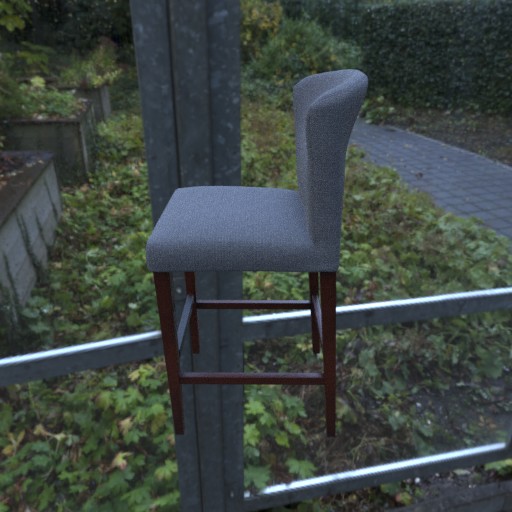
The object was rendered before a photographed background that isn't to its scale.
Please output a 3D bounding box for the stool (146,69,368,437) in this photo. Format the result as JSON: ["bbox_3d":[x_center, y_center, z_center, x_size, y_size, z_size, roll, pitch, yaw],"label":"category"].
[{"bbox_3d":[0.000,0.000,1.382,0.568,1.069,0.486,0,26,0],"label":"stool"}]
